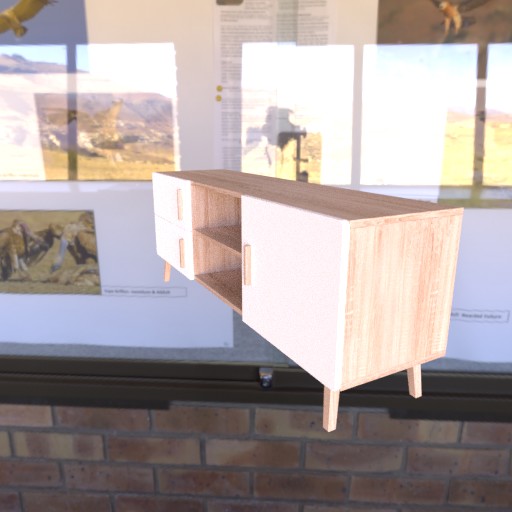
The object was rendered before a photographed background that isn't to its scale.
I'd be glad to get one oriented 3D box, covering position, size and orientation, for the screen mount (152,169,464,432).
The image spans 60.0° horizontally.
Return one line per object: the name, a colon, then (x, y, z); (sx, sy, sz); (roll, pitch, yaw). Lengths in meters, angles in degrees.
screen mount: (0.000, 0.000, 1.772); (0.420, 0.570, 1.500); (-8, 17, -28)
